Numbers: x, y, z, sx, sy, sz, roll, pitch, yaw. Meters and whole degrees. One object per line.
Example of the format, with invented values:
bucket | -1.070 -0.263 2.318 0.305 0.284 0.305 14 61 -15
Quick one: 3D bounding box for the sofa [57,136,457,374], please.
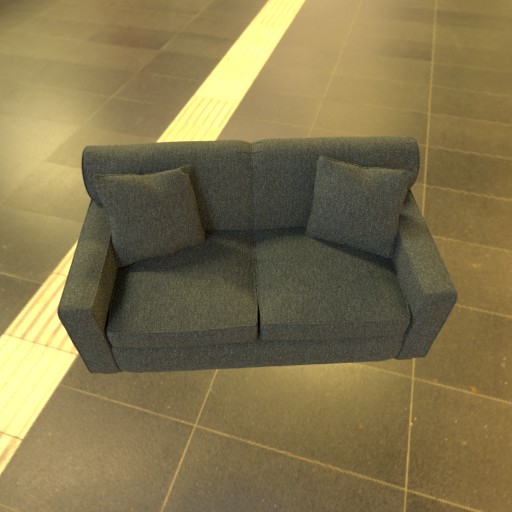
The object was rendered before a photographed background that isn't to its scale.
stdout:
sofa | 0.000 0.000 2.435 1.846 0.958 0.998 -2 47 -2
